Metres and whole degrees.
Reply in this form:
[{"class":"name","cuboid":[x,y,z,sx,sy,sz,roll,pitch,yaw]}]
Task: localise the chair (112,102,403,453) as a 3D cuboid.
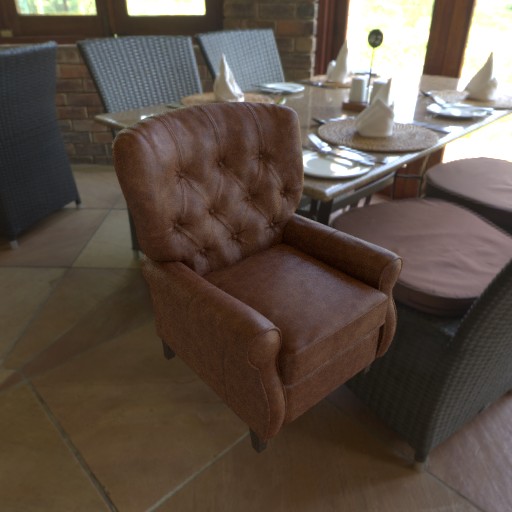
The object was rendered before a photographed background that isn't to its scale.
[{"class":"chair","cuboid":[0.000,0.000,1.954,0.951,1.164,1.059,-23,37,-34]}]
